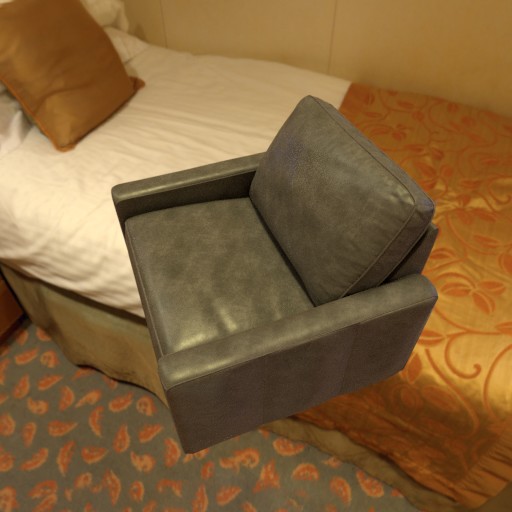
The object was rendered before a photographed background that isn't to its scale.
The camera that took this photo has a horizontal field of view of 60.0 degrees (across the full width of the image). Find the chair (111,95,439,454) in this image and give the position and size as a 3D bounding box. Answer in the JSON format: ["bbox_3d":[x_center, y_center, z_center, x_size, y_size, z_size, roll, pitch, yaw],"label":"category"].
[{"bbox_3d":[0.000,0.000,1.737,0.939,0.916,1.006,-16,49,-14],"label":"chair"}]
